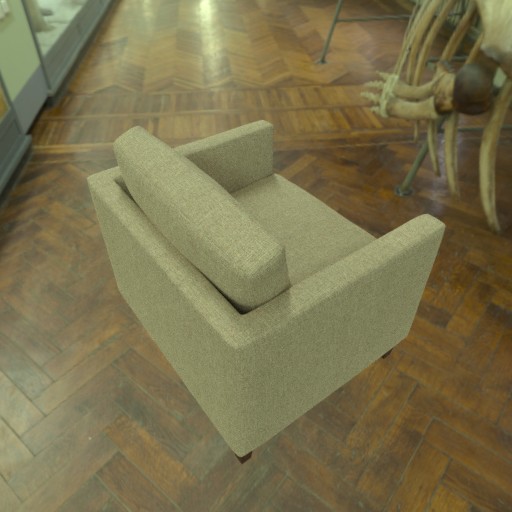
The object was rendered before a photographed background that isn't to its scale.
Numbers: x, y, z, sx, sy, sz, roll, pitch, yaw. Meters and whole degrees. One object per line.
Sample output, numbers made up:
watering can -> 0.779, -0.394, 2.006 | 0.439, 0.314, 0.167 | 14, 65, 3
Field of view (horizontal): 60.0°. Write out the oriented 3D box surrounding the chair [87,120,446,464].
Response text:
chair -> 0.000, 0.000, 1.875 | 0.959, 0.987, 1.107 | -26, 48, -27
